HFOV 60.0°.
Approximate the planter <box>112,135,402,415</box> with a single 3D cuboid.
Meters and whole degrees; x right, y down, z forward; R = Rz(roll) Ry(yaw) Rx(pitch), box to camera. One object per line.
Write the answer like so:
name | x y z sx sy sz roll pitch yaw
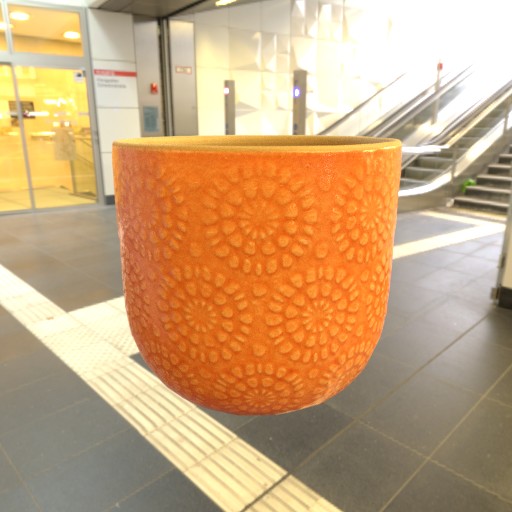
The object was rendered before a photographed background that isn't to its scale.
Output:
planter | 0.000 0.000 0.283 0.170 0.152 0.170 0 17 0
